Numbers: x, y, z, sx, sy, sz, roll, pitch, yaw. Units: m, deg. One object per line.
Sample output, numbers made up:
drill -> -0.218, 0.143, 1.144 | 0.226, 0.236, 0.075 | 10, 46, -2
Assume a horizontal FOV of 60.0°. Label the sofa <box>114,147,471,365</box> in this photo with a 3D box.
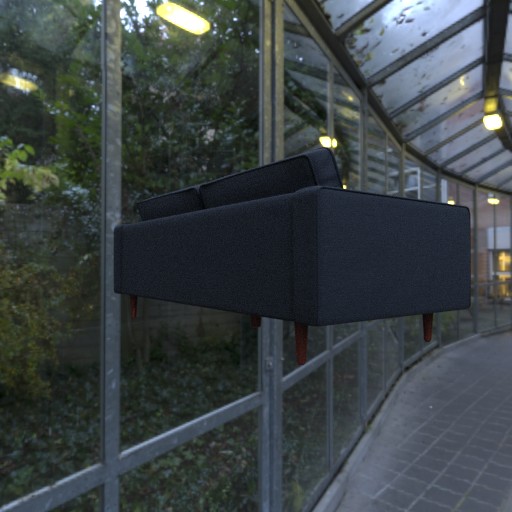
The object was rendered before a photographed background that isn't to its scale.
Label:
sofa -> 0.000, 0.000, 2.346 | 0.914, 0.759, 1.875 | 1, -1, -36
